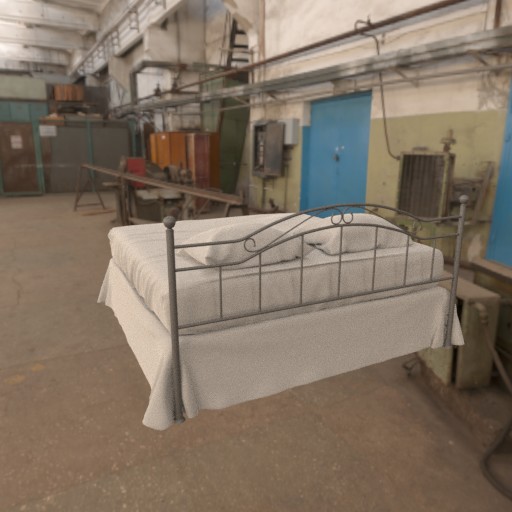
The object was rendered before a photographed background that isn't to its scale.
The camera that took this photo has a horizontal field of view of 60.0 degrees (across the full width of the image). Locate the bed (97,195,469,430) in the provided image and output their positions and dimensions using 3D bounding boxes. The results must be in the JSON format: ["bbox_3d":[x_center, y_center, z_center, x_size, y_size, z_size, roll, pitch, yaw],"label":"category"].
[{"bbox_3d":[0.000,0.000,3.524,2.309,1.080,2.220,-7,16,-25],"label":"bed"}]
